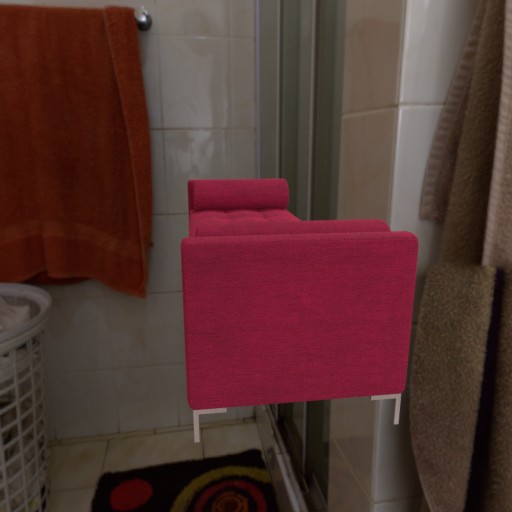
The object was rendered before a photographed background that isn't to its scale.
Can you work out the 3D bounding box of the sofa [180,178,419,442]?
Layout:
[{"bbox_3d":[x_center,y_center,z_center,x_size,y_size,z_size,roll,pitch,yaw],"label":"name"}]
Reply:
[{"bbox_3d":[0.000,0.000,2.248,0.686,0.635,1.981,-2,15,-8],"label":"sofa"}]
